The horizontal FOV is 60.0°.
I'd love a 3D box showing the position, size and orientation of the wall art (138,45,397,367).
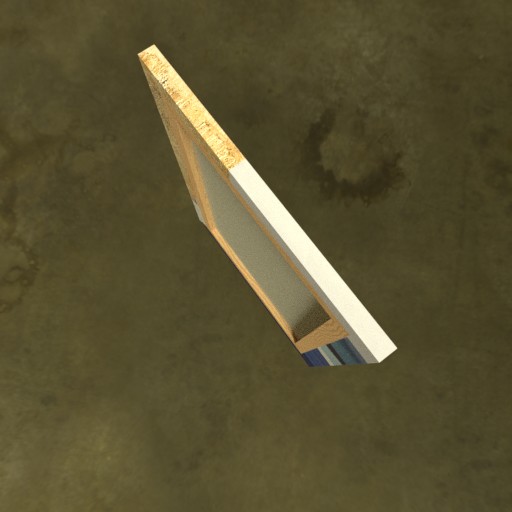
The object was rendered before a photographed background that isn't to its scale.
[{"bbox_3d":[0.000,0.000,0.798,0.026,0.613,0.458,-36,78,-9],"label":"wall art"}]
